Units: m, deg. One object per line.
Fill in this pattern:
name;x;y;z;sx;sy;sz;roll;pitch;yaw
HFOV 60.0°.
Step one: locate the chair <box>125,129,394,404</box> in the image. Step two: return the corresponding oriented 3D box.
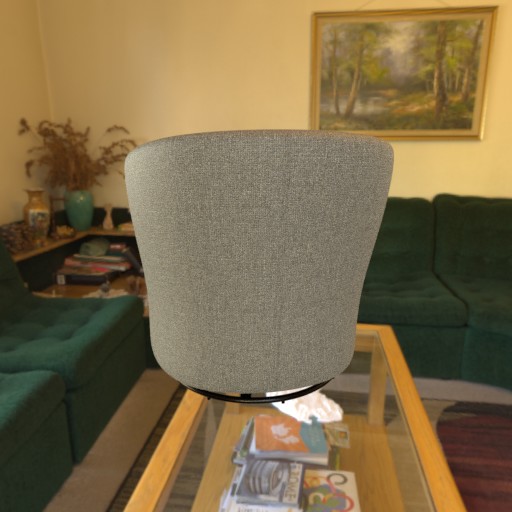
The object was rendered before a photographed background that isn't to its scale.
chair;0.000;0.000;1.440;0.791;0.771;0.815;-2;14;-10
